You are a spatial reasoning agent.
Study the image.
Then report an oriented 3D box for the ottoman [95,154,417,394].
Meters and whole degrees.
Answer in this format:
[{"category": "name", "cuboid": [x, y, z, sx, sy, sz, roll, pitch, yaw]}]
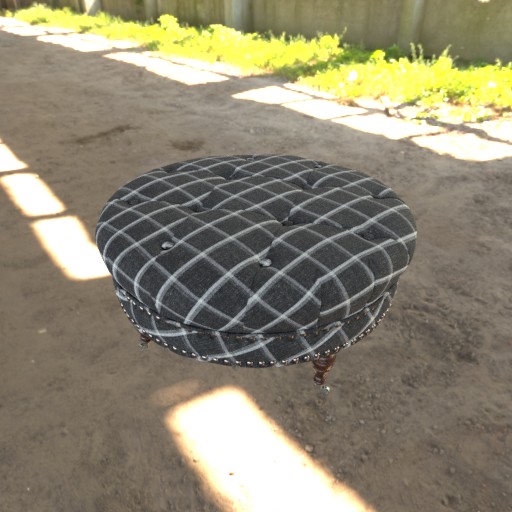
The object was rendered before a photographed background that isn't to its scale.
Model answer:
[{"category": "ottoman", "cuboid": [0.000, 0.000, 1.374, 0.901, 0.439, 0.901, 0, 32, 0]}]
